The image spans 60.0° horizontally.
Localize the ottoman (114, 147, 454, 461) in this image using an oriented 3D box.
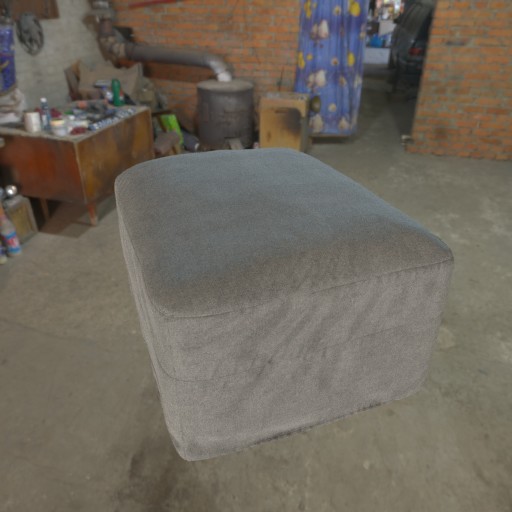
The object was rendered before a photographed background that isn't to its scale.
[{"bbox_3d":[0.000,0.000,1.251,0.683,0.481,0.837,-11,32,-19],"label":"ottoman"}]
